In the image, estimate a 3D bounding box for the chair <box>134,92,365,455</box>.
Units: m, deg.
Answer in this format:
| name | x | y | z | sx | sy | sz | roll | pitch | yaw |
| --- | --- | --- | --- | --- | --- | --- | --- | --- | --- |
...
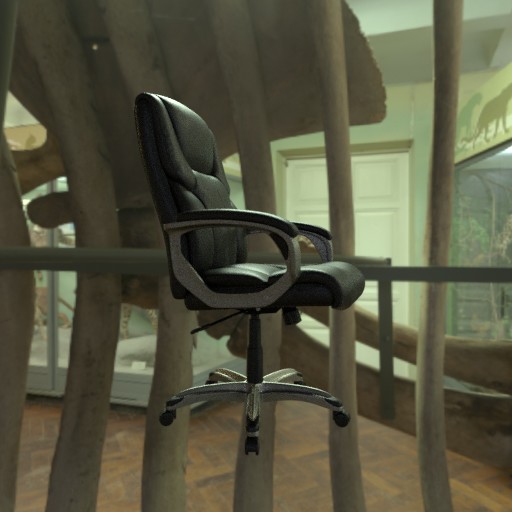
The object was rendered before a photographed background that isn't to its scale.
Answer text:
| name | x | y | z | sx | sy | sz | roll | pitch | yaw |
| --- | --- | --- | --- | --- | --- | --- | --- | --- | --- |
| chair | 0.000 | 0.000 | 1.605 | 0.739 | 1.155 | 0.663 | 0 | 1 | 19 |
